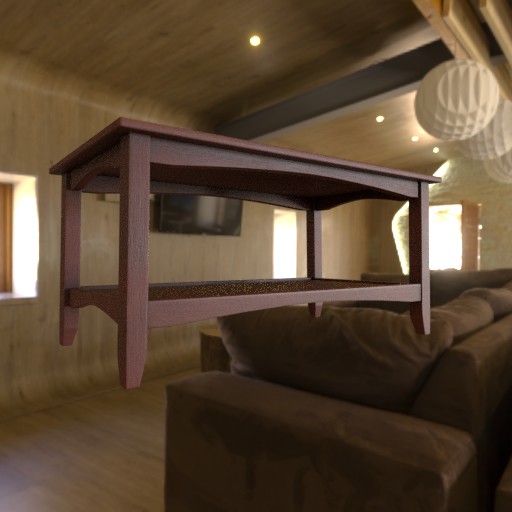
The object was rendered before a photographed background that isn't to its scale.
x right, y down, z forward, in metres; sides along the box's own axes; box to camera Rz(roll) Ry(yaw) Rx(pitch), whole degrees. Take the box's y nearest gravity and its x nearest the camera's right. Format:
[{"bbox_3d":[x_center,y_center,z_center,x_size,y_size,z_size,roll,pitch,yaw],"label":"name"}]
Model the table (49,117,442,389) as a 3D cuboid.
[{"bbox_3d":[0.000,0.000,1.215,0.943,0.456,0.533,0,0,-36],"label":"table"}]
